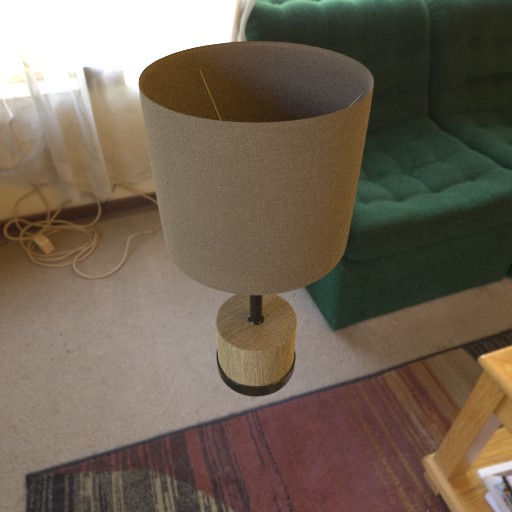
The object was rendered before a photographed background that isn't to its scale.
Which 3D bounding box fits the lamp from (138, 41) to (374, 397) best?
[{"bbox_3d":[0.000,0.000,0.587,0.229,0.470,0.229,-26,47,-27],"label":"lamp"}]
